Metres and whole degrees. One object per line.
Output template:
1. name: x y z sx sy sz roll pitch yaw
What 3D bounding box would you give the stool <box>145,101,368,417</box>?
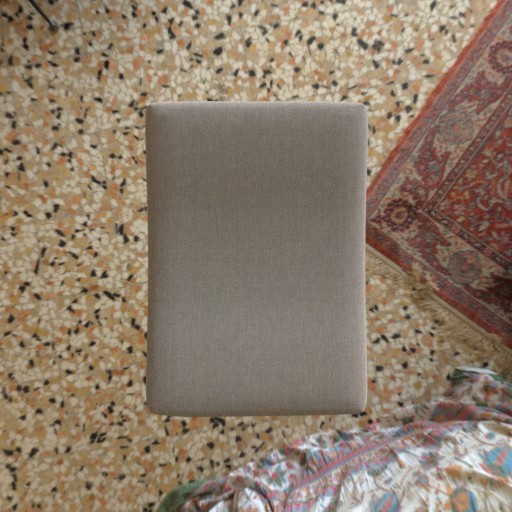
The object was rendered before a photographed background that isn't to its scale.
1. stool: 0.000 0.000 1.029 0.356 0.762 0.508 0 91 0
